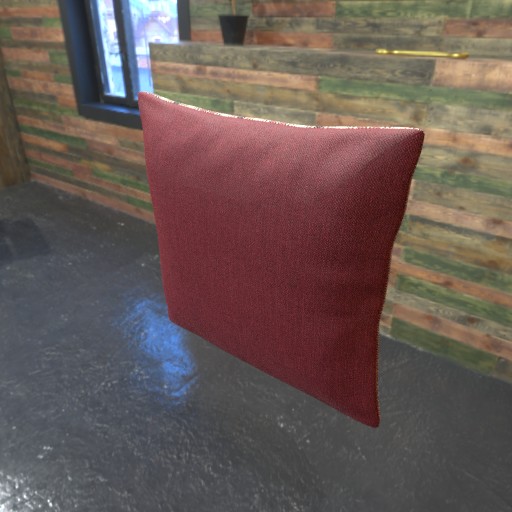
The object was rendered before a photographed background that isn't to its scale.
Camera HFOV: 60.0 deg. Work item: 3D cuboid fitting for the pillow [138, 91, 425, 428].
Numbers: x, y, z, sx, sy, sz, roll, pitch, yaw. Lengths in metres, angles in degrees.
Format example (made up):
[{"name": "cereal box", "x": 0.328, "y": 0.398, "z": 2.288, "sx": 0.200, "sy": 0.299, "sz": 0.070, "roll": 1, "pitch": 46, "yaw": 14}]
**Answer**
[{"name": "pillow", "x": 0.000, "y": 0.000, "z": 0.764, "sx": 0.513, "sy": 0.497, "sz": 0.166, "roll": 20, "pitch": 34, "yaw": 32}]
